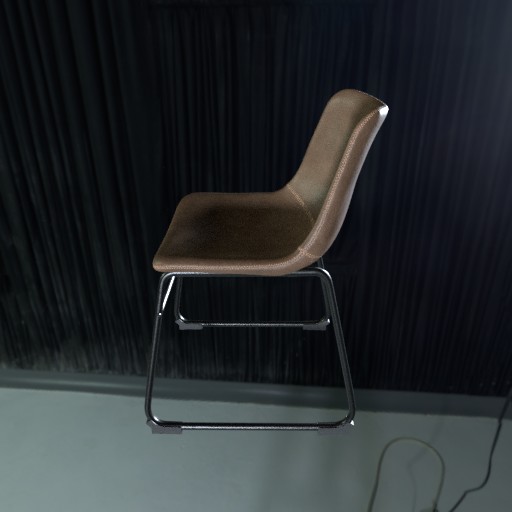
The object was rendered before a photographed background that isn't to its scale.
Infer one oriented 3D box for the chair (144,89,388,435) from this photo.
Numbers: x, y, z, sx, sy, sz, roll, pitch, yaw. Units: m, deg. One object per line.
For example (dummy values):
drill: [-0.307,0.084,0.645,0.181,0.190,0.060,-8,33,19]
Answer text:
chair: [0.000,0.000,1.146,0.551,0.780,0.460,0,27,0]
